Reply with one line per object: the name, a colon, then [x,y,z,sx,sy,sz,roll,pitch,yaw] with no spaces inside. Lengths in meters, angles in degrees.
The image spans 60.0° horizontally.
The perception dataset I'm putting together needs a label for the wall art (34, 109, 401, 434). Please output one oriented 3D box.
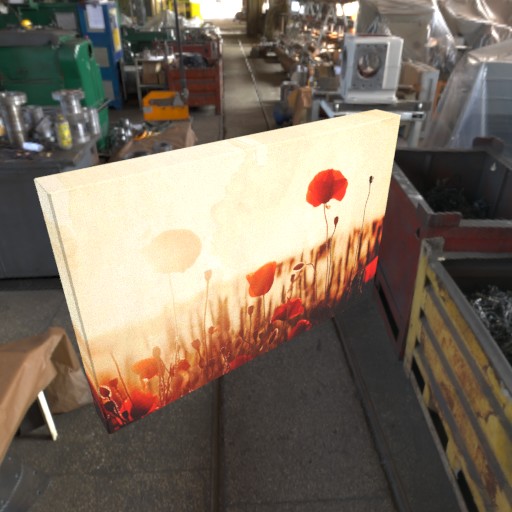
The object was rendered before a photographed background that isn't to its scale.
wall art: [0.000,0.000,0.477,0.383,0.251,0.037,-21,36,-31]
